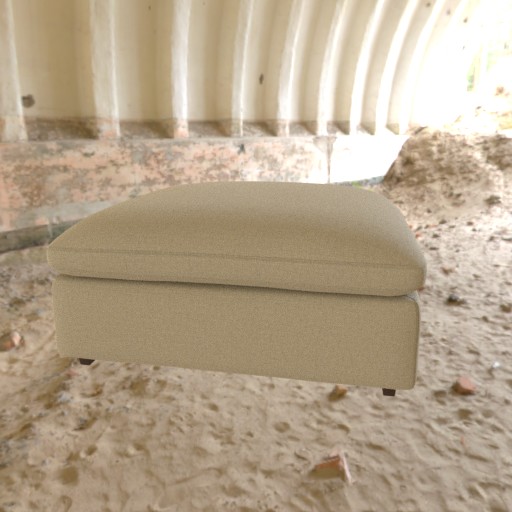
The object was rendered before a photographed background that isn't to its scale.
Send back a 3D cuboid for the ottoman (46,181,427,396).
[{"bbox_3d":[0.000,0.000,1.535,0.977,0.467,0.996,3,16,10],"label":"ottoman"}]
